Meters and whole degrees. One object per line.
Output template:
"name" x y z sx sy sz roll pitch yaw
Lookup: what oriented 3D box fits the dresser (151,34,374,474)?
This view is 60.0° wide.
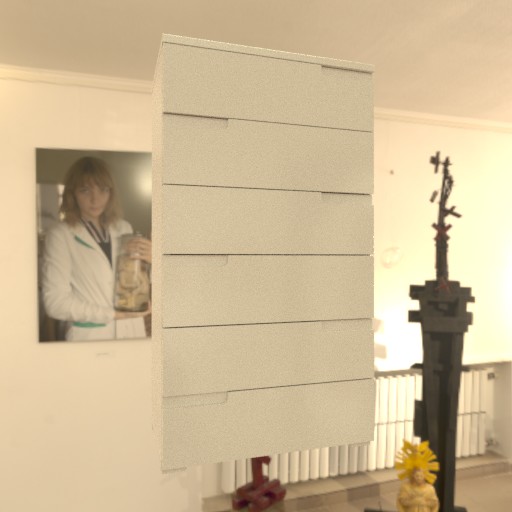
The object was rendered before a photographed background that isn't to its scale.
"dresser" 0.000 0.000 1.473 0.650 1.190 0.400 0 0 -17
